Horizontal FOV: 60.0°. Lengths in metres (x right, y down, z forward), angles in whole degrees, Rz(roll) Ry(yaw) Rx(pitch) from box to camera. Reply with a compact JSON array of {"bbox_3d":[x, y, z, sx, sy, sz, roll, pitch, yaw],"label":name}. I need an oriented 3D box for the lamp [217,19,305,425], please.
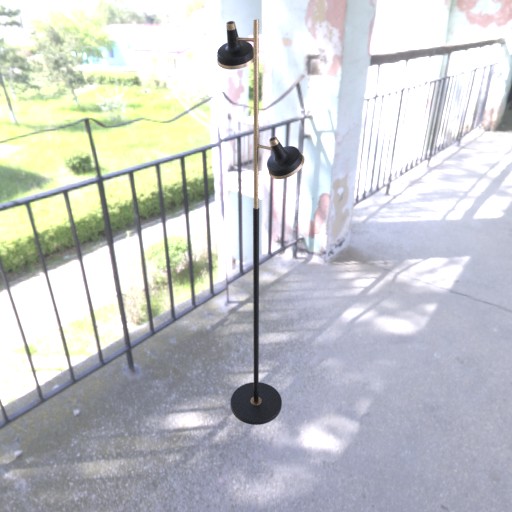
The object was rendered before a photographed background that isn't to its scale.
[{"bbox_3d":[0.000,0.000,1.778,0.351,1.674,0.253,22,36,34],"label":"lamp"}]
